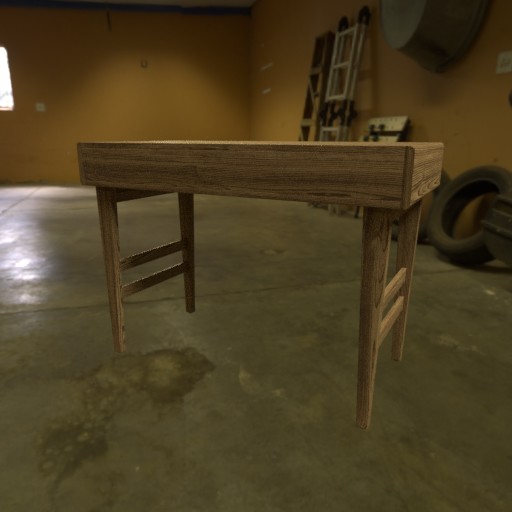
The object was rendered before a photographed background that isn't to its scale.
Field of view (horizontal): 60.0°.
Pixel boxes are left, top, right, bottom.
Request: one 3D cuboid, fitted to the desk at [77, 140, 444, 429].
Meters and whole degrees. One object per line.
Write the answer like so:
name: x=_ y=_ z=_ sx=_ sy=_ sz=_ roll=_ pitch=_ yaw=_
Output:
desk: x=0.000 y=0.000 z=1.520 sx=1.067 sy=0.755 sz=0.508 roll=8 pitch=17 yaw=28
